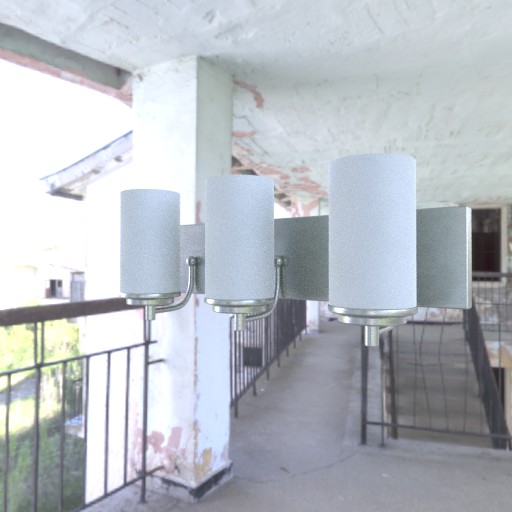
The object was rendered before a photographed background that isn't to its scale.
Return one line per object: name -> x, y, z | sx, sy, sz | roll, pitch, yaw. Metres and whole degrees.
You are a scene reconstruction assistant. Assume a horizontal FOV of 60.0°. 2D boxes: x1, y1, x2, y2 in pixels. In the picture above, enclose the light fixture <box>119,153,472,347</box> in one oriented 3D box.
light fixture -> 0.000, 0.000, 0.537 | 0.451, 0.172, 0.145 | -1, -1, 36
